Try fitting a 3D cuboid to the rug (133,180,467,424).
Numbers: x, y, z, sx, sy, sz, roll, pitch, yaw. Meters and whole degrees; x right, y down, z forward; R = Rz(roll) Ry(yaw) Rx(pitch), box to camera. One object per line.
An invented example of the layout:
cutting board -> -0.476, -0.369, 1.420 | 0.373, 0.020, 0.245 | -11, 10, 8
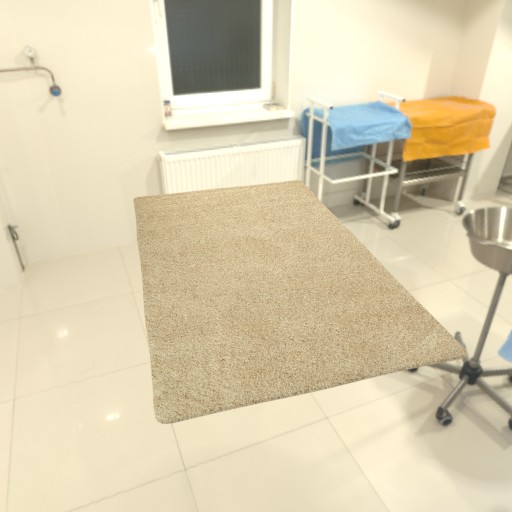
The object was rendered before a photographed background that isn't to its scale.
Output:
rug -> 0.000, 0.000, 2.942 | 1.500, 0.025, 2.349 | -8, 32, -13
